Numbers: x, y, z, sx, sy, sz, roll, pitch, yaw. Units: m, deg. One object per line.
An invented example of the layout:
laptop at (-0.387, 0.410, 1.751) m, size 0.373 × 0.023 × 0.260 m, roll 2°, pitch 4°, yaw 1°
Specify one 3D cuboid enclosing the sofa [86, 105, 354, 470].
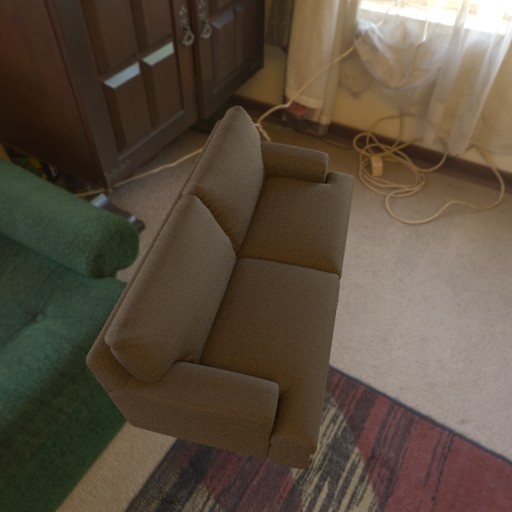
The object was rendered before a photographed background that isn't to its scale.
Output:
sofa at (0.000, 0.000, 2.906) m, size 1.140 × 0.950 × 2.271 m, roll 10°, pitch 48°, yaw 9°
